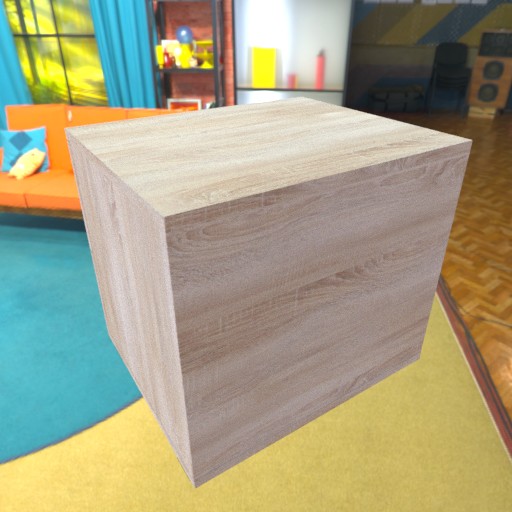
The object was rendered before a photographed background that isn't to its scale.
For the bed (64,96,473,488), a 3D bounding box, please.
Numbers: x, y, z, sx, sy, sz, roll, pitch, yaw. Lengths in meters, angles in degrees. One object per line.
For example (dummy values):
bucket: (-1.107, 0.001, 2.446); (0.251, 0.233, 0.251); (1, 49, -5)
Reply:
bed: (0.000, 0.000, 0.757); (0.460, 0.420, 0.401); (-18, 35, -28)
